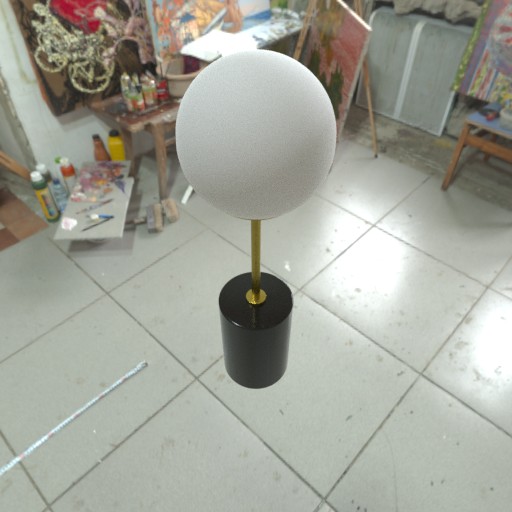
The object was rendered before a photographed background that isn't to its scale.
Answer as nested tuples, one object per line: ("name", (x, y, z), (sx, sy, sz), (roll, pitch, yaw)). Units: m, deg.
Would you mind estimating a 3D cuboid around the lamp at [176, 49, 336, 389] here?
("lamp", (0.000, 0.000, 0.544), (0.153, 0.480, 0.153), (0, 46, 0))
